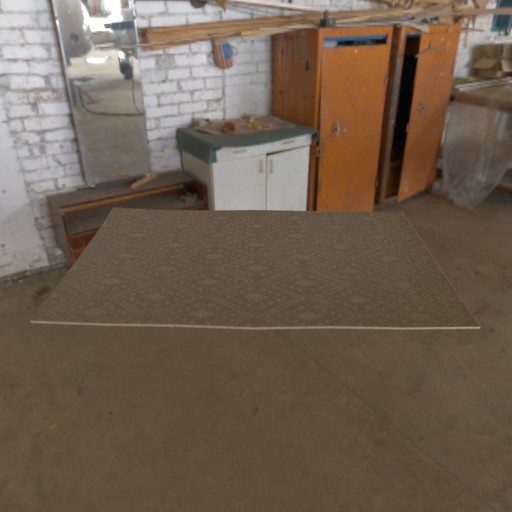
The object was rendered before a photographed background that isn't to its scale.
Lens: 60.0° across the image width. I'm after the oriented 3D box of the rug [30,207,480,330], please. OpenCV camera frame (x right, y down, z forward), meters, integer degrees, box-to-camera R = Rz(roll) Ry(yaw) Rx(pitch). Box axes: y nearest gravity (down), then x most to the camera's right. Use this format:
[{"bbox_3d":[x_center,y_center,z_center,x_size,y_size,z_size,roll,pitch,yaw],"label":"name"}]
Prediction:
[{"bbox_3d":[0.000,0.000,3.053,2.430,0.053,1.553,0,29,1],"label":"rug"}]
